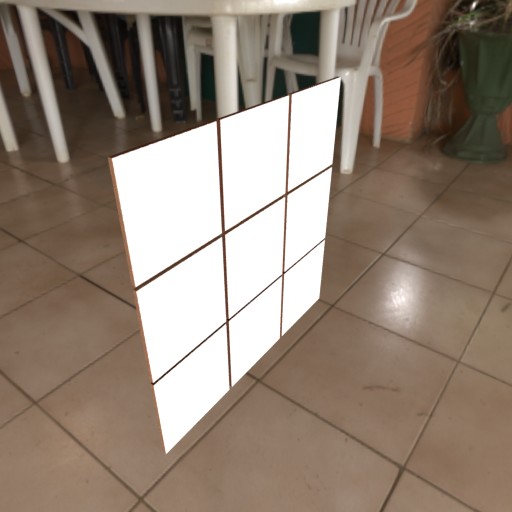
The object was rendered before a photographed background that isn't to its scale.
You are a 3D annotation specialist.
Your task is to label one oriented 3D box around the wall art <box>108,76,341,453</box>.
[{"bbox_3d":[0.000,0.000,1.886,0.017,1.246,1.256,22,39,30],"label":"wall art"}]
